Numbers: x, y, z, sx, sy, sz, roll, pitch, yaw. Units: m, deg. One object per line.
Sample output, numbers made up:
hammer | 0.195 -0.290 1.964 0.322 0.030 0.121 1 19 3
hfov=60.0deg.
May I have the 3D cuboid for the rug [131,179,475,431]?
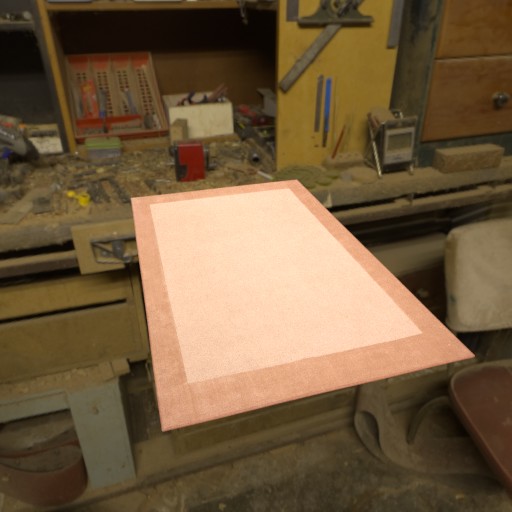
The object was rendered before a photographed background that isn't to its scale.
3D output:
rug | 0.000 0.000 2.993 1.524 0.014 2.438 -9 32 -14
